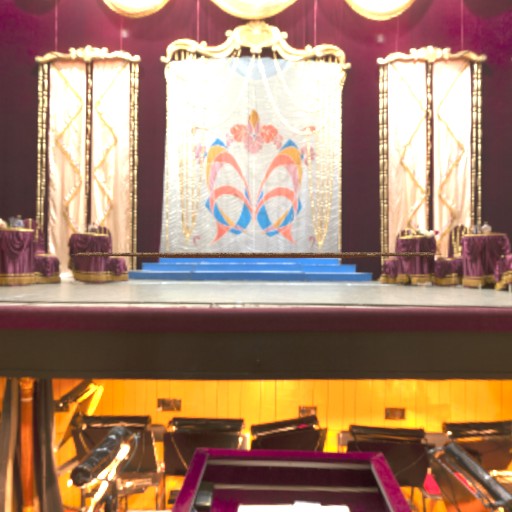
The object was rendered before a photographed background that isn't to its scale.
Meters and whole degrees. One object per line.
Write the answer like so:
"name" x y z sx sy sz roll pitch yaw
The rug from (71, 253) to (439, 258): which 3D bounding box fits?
"rug" 0.000 0.000 4.008 2.125 0.028 3.027 0 -1 0
